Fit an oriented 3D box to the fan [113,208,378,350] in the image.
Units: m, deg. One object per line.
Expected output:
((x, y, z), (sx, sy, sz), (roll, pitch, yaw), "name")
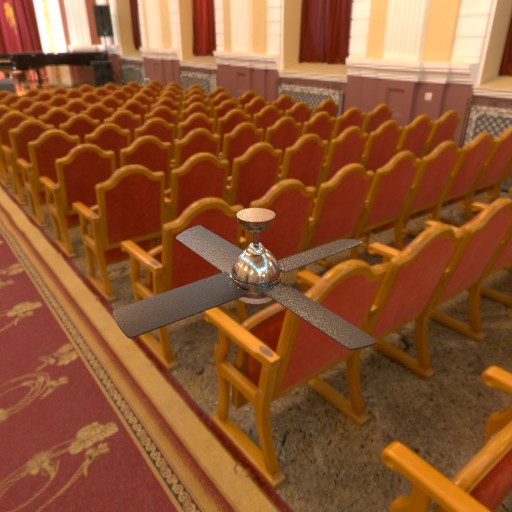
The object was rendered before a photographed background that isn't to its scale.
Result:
((0.000, 0.000, 2.025), (1.332, 0.403, 1.332), (-18, 32, -32), "fan")
